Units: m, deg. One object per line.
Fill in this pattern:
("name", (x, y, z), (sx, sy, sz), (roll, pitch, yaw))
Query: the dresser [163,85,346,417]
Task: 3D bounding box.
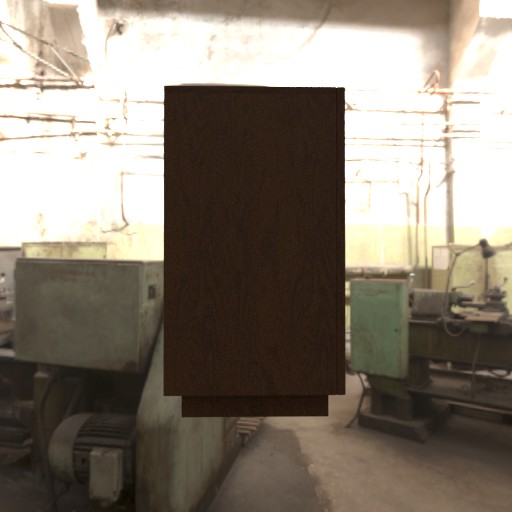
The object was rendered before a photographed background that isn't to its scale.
("dresser", (0.000, 0.000, 1.925), (0.512, 0.889, 1.523), (0, 0, -1))
